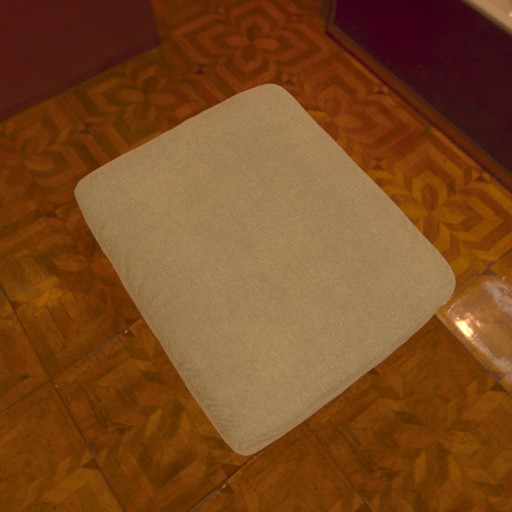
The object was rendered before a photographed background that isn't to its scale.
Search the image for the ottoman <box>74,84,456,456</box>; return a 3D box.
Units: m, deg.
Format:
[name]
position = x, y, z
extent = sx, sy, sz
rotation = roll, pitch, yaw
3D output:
[ottoman]
position = 0.000, 0.000, 1.235
extent = 0.683, 0.481, 0.837
rotation = -32, 69, -14
